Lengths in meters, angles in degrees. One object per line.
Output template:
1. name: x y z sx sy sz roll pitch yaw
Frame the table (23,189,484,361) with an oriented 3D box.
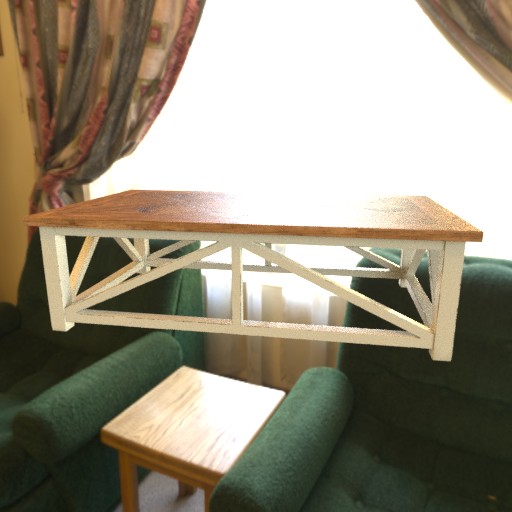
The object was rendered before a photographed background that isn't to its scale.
1. table: 0.000 0.000 1.757 1.400 0.410 0.800 3 15 9
